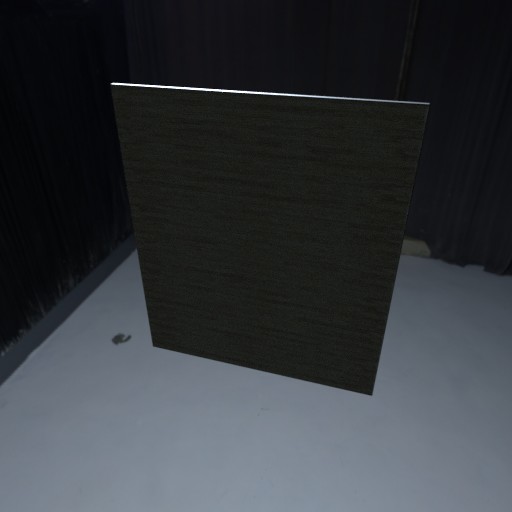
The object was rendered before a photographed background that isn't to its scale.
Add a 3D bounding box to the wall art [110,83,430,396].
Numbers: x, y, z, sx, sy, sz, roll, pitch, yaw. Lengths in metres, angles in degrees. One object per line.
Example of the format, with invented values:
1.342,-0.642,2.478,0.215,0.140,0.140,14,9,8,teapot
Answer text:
0.000,0.000,0.793,0.483,0.559,0.009,9,33,14,wall art
